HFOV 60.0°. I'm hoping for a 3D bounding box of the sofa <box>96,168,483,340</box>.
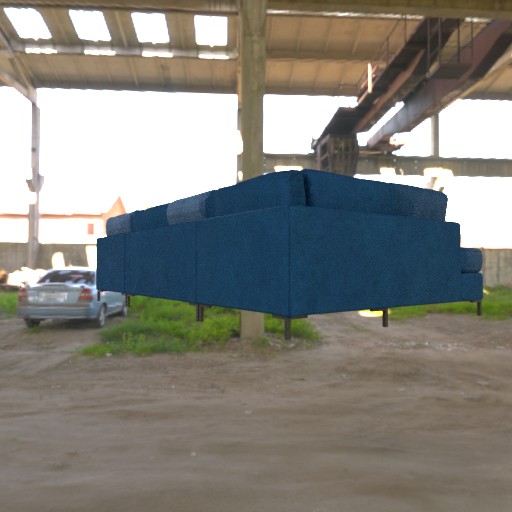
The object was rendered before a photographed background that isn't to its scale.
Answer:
[{"bbox_3d":[0.000,0.000,4.326,2.055,0.992,3.434,1,-2,-36],"label":"sofa"}]
